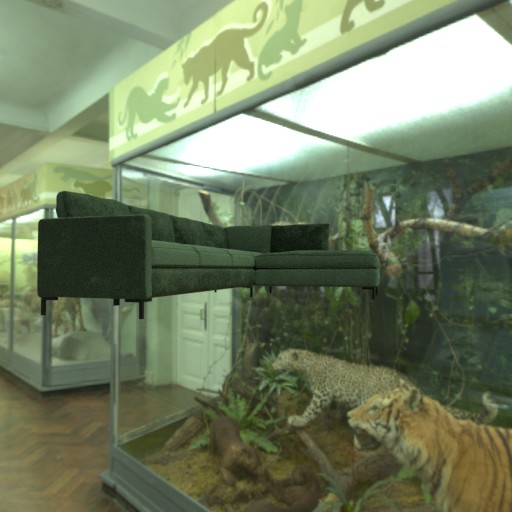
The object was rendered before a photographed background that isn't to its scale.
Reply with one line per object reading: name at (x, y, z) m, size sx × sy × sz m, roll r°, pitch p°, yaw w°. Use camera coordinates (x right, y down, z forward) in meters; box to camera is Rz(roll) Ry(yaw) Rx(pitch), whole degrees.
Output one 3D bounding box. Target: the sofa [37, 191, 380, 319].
sofa at (0.000, 0.000, 3.280) m, size 1.707 × 0.687 × 2.486 m, roll -1°, pitch -2°, yaw 17°
